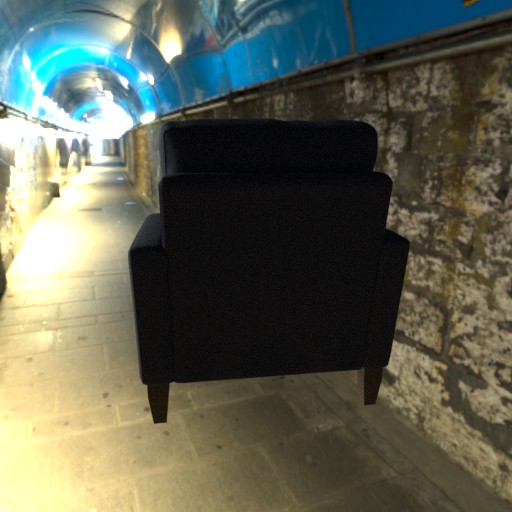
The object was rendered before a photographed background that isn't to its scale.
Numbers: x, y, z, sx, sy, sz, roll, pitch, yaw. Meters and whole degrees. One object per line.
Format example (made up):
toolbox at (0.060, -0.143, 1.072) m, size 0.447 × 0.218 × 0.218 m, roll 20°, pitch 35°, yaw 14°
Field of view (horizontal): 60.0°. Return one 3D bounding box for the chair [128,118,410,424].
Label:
chair at (0.000, 0.000, 1.719) m, size 0.855 × 0.991 × 0.897 m, roll -2°, pitch 14°, yaw -8°
